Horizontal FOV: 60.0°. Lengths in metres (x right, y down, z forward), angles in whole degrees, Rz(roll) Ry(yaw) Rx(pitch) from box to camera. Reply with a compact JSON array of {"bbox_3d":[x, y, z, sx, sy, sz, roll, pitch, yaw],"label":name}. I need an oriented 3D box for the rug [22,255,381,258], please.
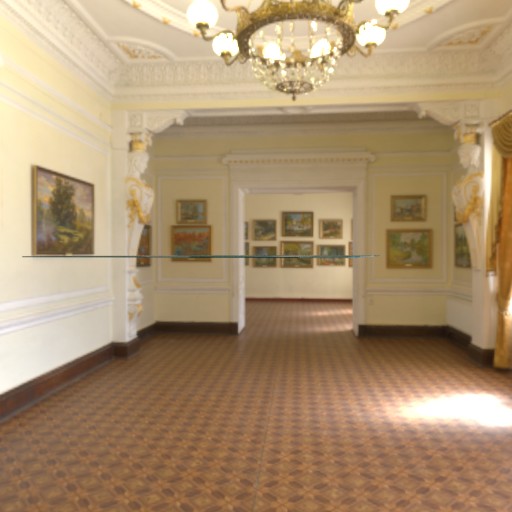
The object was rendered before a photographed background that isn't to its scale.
[{"bbox_3d":[0.000,0.000,2.986,1.528,0.005,2.420,0,0,18],"label":"rug"}]
